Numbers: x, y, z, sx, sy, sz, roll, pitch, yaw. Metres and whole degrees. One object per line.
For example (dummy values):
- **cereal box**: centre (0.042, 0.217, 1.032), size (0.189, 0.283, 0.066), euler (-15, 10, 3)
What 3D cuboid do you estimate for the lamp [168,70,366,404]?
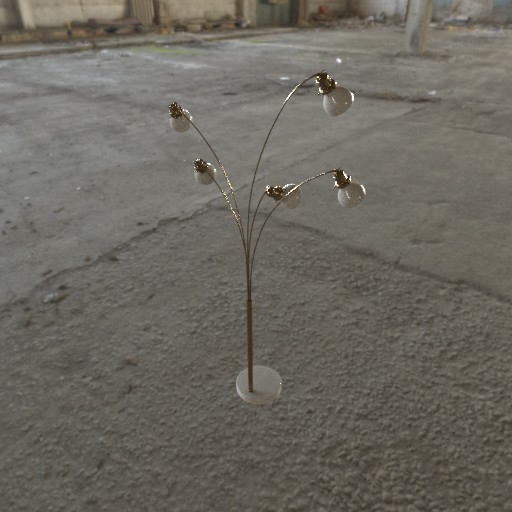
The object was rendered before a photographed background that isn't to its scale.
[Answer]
- **lamp**: centre (0.000, 0.000, 2.985), size (1.405, 2.423, 0.361), euler (21, 36, 32)
